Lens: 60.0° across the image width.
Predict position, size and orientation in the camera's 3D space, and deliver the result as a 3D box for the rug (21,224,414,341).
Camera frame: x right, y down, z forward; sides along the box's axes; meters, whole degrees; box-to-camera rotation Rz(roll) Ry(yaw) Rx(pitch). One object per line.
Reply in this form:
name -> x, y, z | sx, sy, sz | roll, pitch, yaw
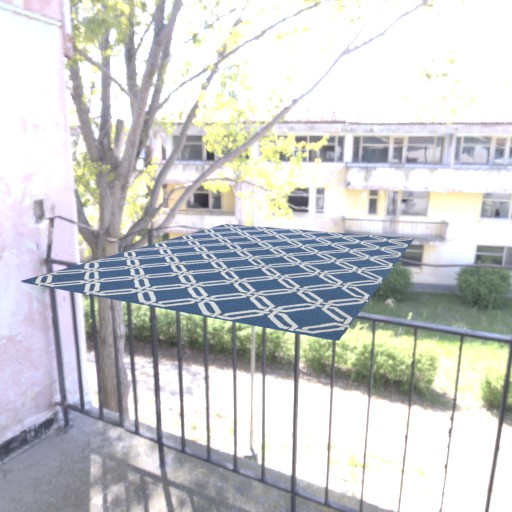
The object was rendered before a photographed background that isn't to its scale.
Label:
rug -> 0.000, 0.000, 3.850 | 2.277, 0.020, 2.867 | 6, 14, 25
